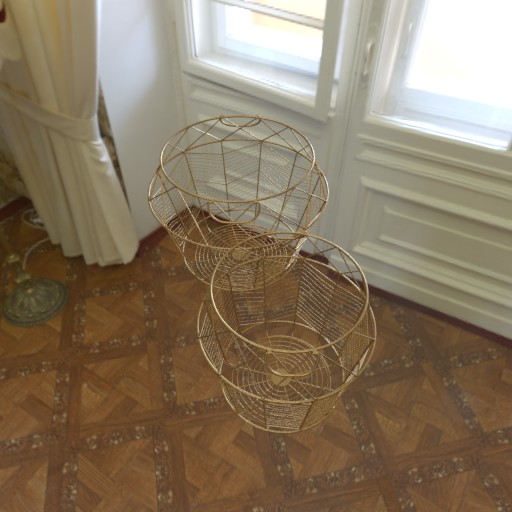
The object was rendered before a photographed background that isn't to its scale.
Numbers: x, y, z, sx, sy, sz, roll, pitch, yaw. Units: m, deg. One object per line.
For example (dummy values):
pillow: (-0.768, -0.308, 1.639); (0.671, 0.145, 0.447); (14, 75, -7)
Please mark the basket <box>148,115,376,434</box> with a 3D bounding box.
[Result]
basket: (0.000, 0.000, 1.049); (0.451, 0.343, 0.805); (-10, 47, -10)
